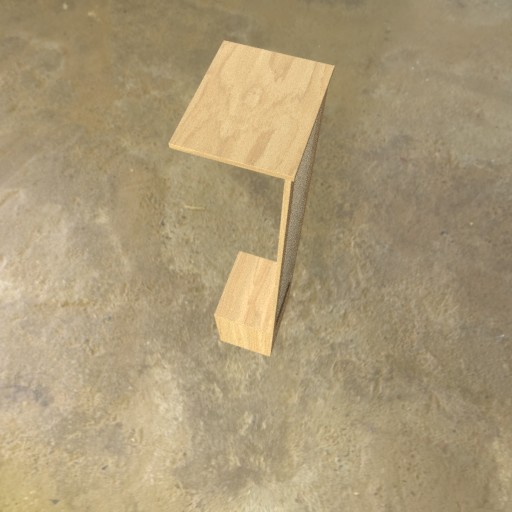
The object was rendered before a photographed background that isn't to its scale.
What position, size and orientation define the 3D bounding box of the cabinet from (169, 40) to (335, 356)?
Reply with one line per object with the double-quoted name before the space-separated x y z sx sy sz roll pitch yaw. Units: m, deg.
"cabinet" 0.000 0.000 2.043 0.338 1.879 0.411 17 65 8
